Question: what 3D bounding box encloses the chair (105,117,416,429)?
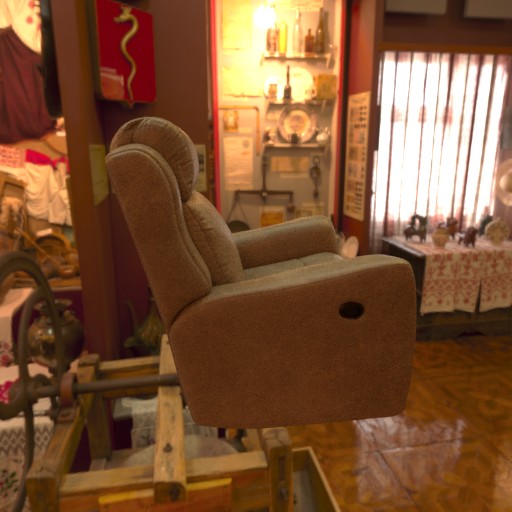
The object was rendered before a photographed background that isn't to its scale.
[{"bbox_3d":[0.000,0.000,1.912,1.068,1.116,0.965,-2,15,-9],"label":"chair"}]
